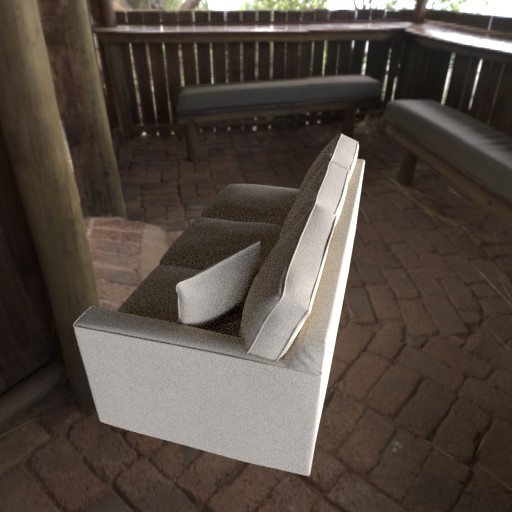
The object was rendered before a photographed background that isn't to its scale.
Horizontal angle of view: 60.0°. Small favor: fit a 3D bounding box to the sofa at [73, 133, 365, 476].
[{"bbox_3d":[0.000,0.000,2.531,1.034,0.946,1.963,8,32,13],"label":"sofa"}]
